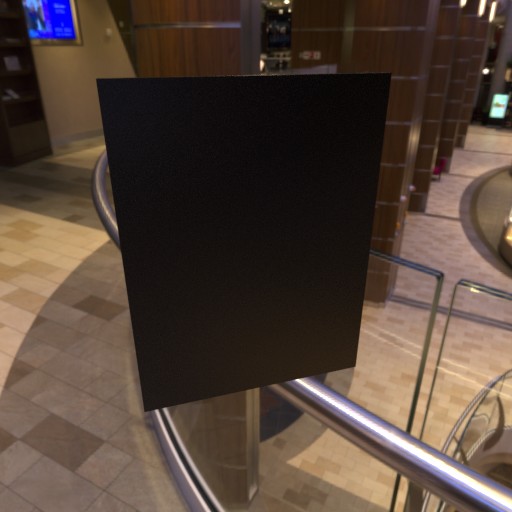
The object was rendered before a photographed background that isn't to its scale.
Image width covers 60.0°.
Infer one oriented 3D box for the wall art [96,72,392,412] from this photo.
[{"bbox_3d":[0.000,0.000,0.770,0.442,0.582,0.013,-8,27,-15],"label":"wall art"}]
